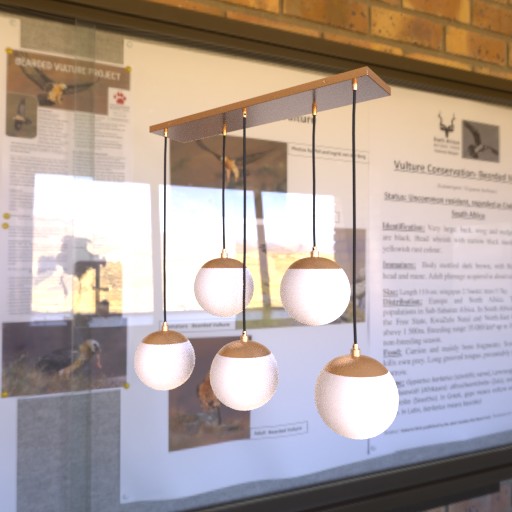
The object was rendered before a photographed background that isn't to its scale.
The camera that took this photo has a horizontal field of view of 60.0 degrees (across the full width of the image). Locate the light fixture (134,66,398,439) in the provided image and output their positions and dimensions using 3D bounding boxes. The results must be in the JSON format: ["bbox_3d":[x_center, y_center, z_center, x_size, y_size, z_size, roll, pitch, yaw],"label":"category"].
[{"bbox_3d":[0.000,0.000,1.306,0.863,0.869,0.299,-1,-1,36],"label":"light fixture"}]
